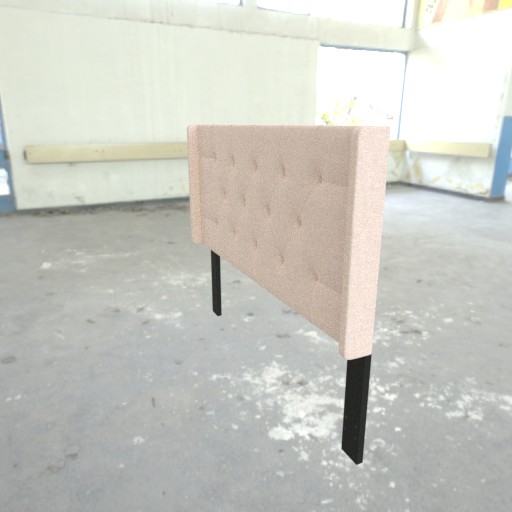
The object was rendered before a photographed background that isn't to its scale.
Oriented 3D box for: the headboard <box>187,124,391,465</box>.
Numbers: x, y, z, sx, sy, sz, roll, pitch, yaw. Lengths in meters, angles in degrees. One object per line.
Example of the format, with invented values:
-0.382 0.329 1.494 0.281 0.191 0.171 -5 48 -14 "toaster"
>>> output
0.000 0.000 2.679 0.184 1.524 2.051 -8 18 -24 "headboard"
